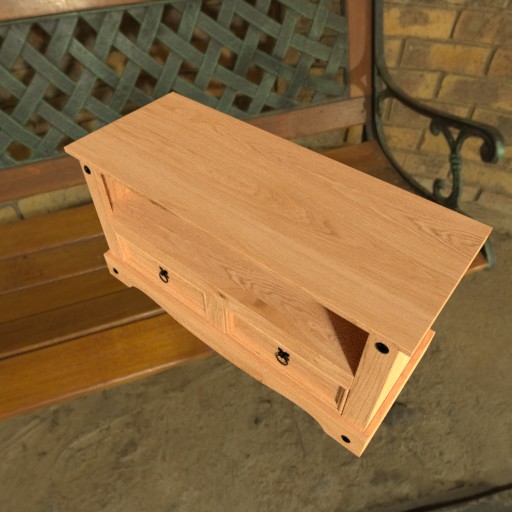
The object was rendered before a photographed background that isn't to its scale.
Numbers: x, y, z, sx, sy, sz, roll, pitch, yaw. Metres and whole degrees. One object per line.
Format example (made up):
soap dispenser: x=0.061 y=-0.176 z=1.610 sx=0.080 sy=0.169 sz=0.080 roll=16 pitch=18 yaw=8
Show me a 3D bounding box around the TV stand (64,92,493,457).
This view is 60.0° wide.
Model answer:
TV stand: x=0.000 y=0.000 z=1.358 sx=1.080 sy=0.550 sz=0.440 roll=30 pitch=54 yaw=25
